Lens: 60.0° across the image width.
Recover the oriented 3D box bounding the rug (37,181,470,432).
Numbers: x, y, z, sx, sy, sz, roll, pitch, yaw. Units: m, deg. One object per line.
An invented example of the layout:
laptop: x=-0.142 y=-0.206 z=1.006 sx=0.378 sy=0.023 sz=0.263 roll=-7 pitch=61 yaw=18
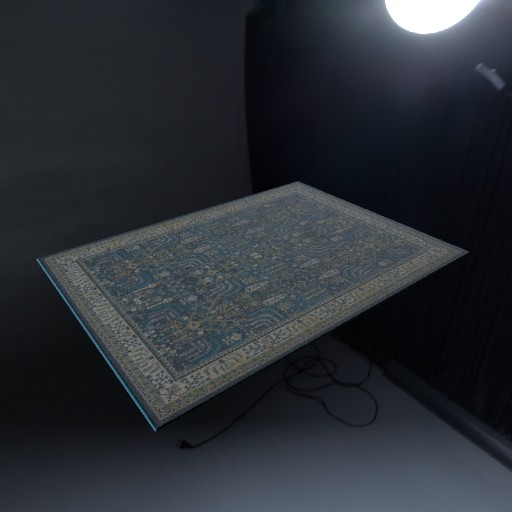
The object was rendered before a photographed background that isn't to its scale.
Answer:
rug: x=0.000 y=0.000 z=3.855 sx=3.044 sy=0.015 sz=2.226 roll=-21 pitch=36 yaw=-32
